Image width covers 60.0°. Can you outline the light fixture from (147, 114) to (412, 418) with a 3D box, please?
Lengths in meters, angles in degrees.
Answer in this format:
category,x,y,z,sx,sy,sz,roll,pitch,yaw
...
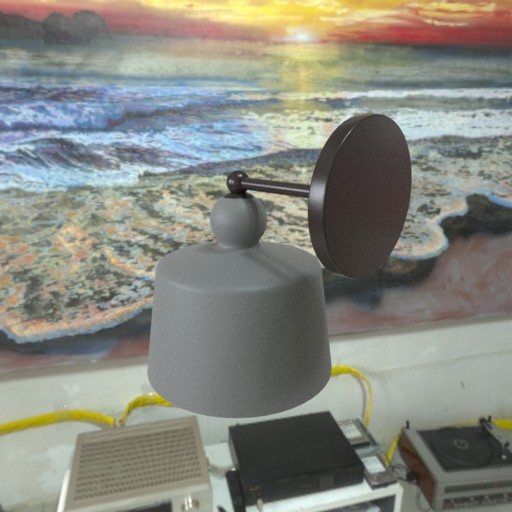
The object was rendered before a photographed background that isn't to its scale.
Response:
category,x,y,z,sx,sy,sz,roll,pitch,yaw
light fixture,0.000,0.000,0.446,0.204,0.268,0.254,-16,23,-43
